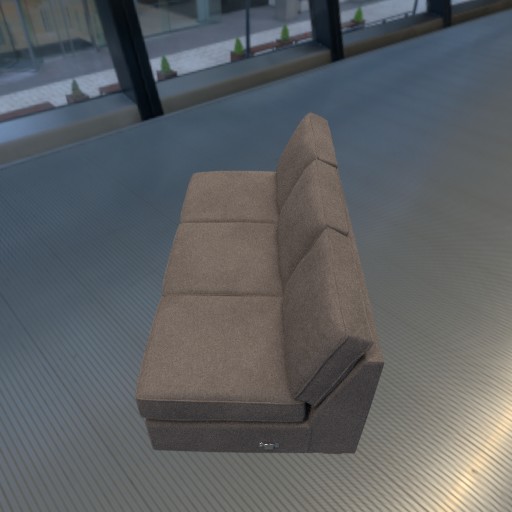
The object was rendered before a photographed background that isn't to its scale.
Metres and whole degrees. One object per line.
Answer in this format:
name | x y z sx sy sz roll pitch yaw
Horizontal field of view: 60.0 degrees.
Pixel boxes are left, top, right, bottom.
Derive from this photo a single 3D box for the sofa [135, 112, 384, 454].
sofa | 0.000 0.000 2.606 1.027 0.973 1.962 1 40 1
